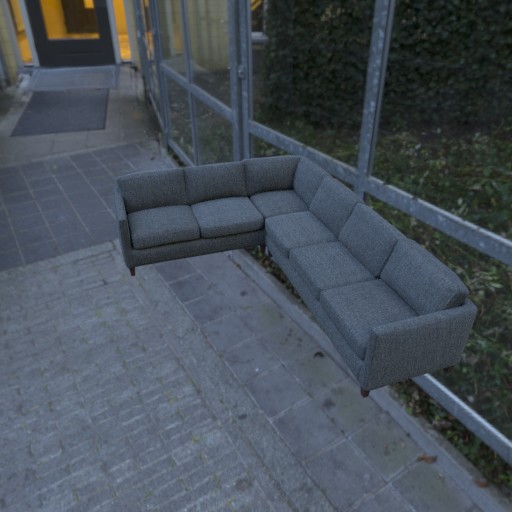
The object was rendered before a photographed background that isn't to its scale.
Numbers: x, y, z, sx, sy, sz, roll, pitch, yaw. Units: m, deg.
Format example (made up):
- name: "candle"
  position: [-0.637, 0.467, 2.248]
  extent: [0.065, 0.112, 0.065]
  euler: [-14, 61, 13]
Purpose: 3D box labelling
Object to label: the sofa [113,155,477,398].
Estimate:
- name: "sofa"
  position: [0.000, 0.000, 4.479]
  extent: [2.593, 0.947, 3.302]
  euler: [-10, 34, -15]
